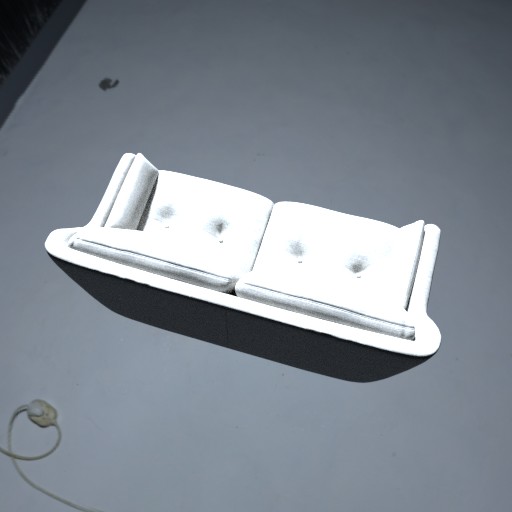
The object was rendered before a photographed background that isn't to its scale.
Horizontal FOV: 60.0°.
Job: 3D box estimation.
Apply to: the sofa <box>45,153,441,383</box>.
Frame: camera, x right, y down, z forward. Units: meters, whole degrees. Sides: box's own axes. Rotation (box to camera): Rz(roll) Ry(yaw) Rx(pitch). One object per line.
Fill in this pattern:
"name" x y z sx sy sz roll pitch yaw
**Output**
"sofa" 0.000 0.000 2.512 1.930 0.897 0.976 15 64 7
